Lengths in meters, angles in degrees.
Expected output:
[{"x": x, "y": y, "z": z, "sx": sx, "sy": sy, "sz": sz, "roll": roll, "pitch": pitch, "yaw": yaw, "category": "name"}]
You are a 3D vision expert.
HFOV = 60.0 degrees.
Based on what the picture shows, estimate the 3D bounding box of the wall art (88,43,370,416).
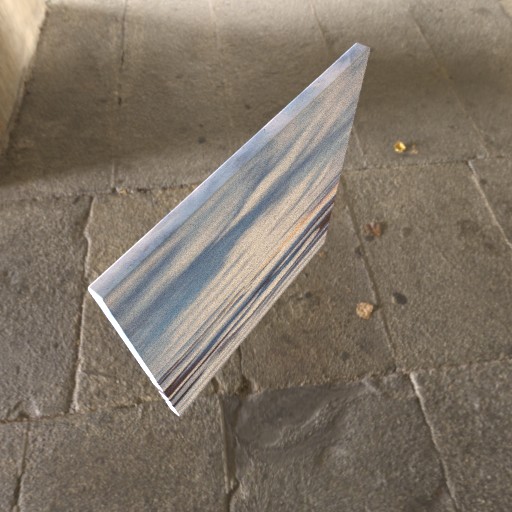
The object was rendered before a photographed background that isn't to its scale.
[{"x": 0.000, "y": 0.000, "z": 1.100, "sx": 0.035, "sy": 0.747, "sz": 0.747, "roll": 33, "pitch": 64, "yaw": 19, "category": "wall art"}]
